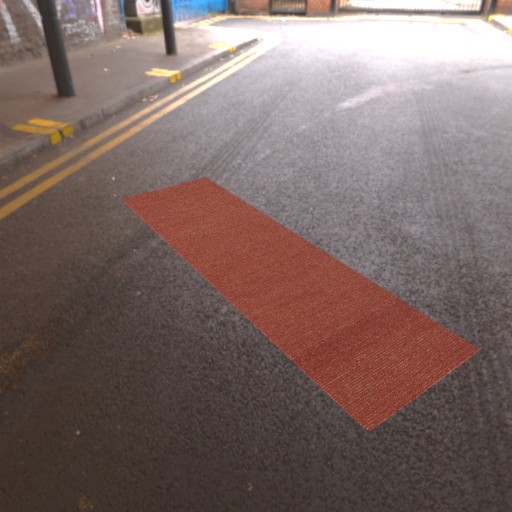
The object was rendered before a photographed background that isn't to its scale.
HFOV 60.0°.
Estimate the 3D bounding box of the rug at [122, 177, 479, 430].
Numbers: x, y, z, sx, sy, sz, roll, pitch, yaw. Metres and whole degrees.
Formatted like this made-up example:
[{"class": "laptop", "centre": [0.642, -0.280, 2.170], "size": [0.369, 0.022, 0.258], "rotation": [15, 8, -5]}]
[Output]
[{"class": "rug", "centre": [0.000, 0.000, 2.501], "size": [0.687, 0.012, 2.307], "rotation": [-21, 38, -29]}]
